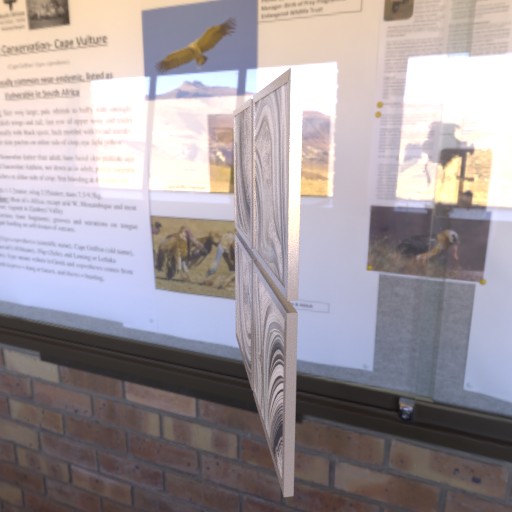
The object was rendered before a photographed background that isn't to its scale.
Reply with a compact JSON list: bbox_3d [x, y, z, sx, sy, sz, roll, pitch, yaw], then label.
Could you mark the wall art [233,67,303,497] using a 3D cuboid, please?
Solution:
[{"bbox_3d":[0.000,0.000,1.644,0.029,1.118,1.118,-2,14,-9],"label":"wall art"}]
